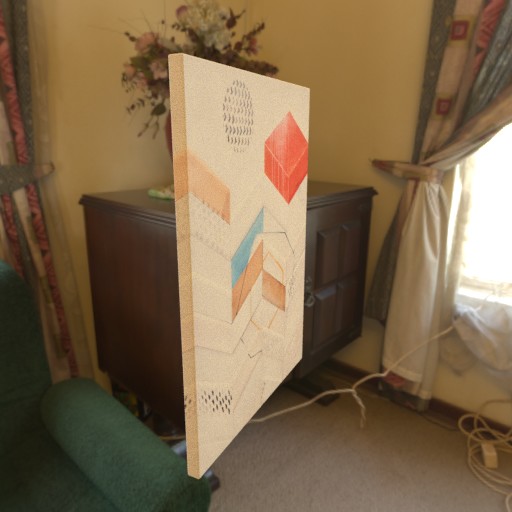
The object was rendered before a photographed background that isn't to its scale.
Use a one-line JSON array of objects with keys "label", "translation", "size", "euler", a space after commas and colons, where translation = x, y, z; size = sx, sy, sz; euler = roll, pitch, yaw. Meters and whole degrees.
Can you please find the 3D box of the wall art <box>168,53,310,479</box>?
[{"label": "wall art", "translation": [0.000, 0.000, 1.117], "size": [0.036, 0.848, 0.613], "euler": [7, 17, 26]}]
